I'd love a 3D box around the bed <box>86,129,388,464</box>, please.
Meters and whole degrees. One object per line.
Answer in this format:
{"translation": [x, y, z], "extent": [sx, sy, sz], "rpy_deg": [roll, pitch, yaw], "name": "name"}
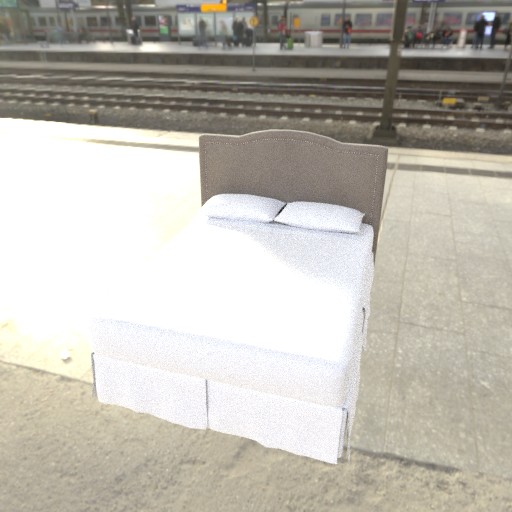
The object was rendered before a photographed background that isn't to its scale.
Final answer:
{"translation": [0.000, 0.000, 3.292], "extent": [1.744, 1.441, 2.128], "rpy_deg": [8, 28, 15], "name": "bed"}
